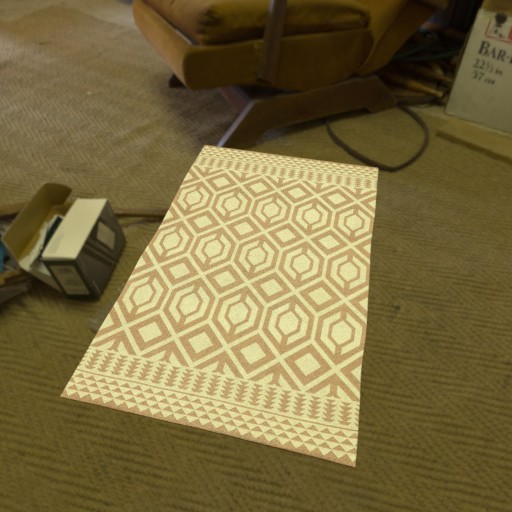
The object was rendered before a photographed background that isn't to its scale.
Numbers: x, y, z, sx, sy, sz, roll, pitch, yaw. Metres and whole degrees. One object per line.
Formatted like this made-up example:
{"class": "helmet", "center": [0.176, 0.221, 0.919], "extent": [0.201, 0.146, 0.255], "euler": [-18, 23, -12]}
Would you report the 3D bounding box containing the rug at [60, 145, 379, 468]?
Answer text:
{"class": "rug", "center": [0.000, 0.000, 2.992], "extent": [1.526, 0.011, 2.435], "euler": [10, 47, 9]}
